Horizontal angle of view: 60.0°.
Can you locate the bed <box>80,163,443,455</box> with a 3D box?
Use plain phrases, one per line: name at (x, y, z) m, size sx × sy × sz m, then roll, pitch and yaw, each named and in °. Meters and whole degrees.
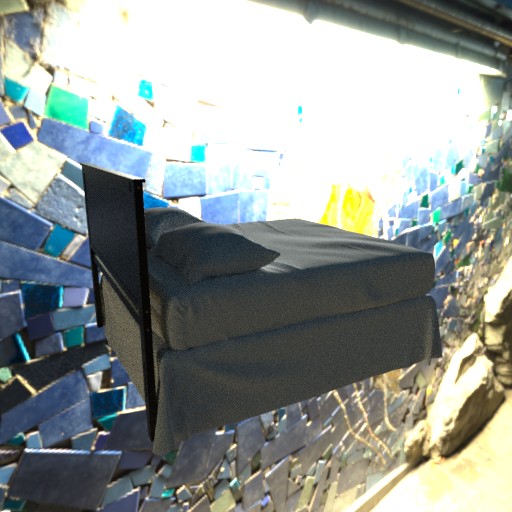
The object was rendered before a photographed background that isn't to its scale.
bed at (0.000, 0.000, 3.144) m, size 2.050 × 1.270 × 1.870 m, roll -8°, pitch 16°, yaw -27°
